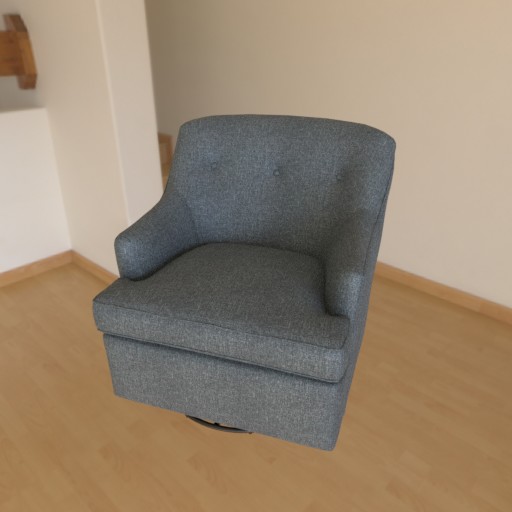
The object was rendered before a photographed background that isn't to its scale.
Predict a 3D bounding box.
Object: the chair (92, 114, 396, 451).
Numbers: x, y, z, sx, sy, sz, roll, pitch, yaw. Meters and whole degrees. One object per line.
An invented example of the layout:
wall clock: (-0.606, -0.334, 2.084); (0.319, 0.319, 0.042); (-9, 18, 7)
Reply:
chair: (0.000, 0.000, 1.607); (0.864, 0.856, 0.923); (8, 28, 16)
